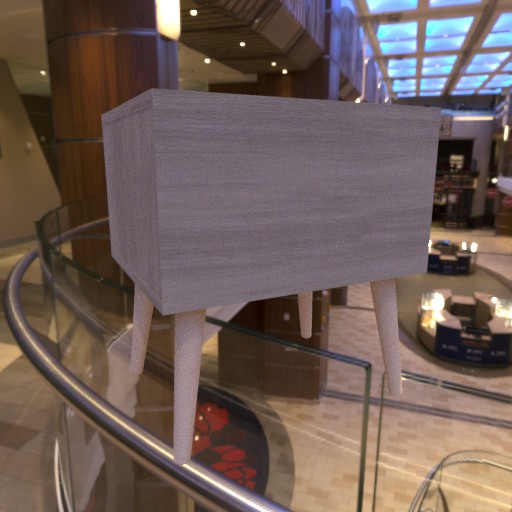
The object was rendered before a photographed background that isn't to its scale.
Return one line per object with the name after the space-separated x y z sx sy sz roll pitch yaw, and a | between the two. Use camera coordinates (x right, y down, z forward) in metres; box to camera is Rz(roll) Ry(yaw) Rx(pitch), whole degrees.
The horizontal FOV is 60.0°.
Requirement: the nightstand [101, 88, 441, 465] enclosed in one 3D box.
0.000 0.000 0.807 0.450 0.500 0.380 -6 14 -26 | nightstand
